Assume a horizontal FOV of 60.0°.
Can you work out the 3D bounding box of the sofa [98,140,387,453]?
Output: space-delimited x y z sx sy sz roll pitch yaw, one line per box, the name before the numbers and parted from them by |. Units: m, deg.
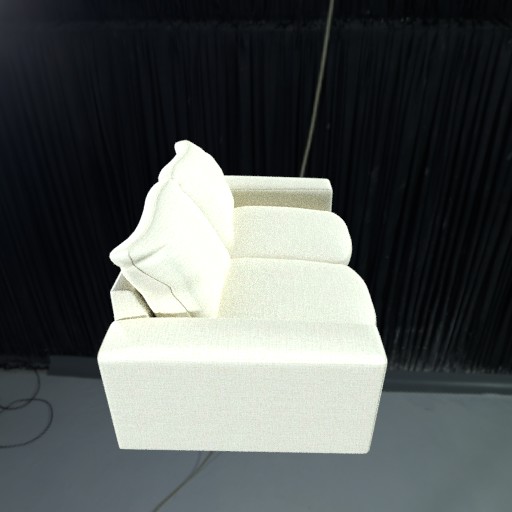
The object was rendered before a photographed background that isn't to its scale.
sofa | 0.000 0.000 2.347 1.091 0.875 1.754 1 31 1
